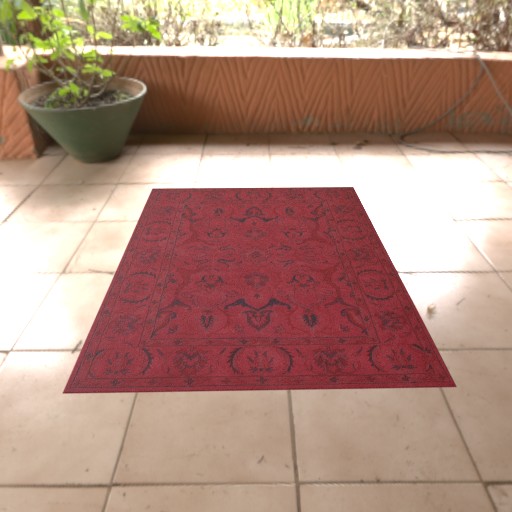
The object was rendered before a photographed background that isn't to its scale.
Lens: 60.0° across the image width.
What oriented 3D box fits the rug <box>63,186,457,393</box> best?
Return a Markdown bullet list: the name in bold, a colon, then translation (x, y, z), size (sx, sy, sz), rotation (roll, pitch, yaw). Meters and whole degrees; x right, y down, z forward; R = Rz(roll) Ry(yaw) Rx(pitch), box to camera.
- **rug**: translation (0.000, 0.000, 3.819), size (2.300, 0.012, 2.929), rotation (-1, 32, -1)
